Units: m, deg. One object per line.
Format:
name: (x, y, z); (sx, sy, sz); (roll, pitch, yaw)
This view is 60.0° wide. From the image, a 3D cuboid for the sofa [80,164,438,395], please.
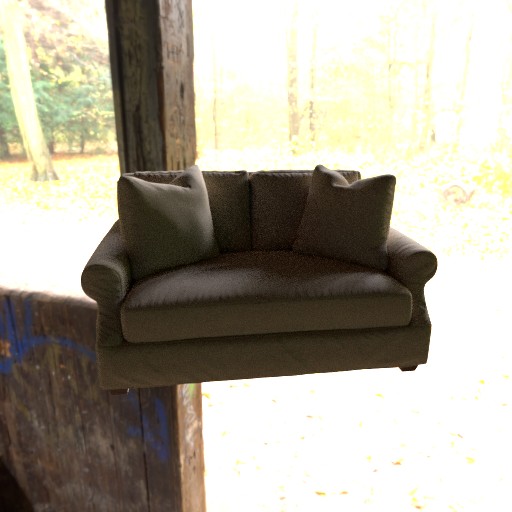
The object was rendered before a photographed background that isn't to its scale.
sofa: (0.000, 0.000, 2.262); (1.550, 0.905, 1.070); (-2, 17, -8)
